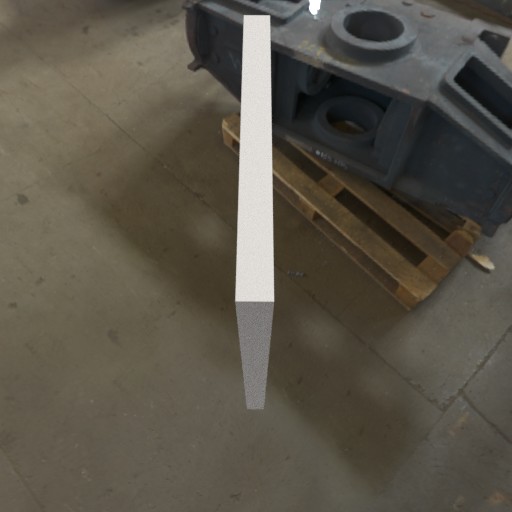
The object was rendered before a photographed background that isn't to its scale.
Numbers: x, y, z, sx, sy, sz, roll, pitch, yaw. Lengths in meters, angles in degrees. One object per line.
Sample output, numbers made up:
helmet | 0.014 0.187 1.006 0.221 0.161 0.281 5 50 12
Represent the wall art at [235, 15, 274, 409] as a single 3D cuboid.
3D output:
wall art | 0.000 0.000 0.543 0.025 0.428 0.293 0 62 0
